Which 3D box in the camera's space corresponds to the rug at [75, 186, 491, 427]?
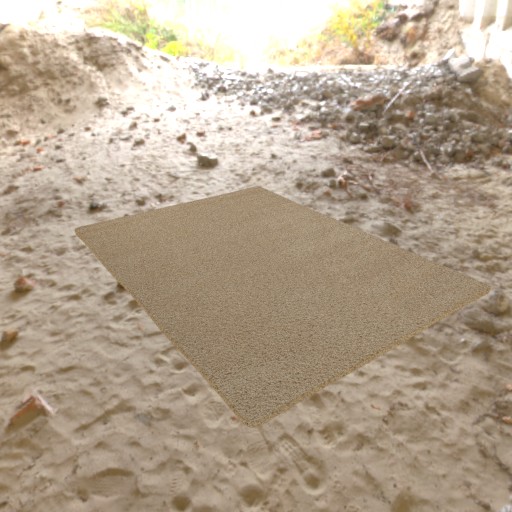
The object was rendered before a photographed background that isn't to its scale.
[{"bbox_3d":[0.000,0.000,2.050,1.199,0.025,1.600,-18,32,-32],"label":"rug"}]
